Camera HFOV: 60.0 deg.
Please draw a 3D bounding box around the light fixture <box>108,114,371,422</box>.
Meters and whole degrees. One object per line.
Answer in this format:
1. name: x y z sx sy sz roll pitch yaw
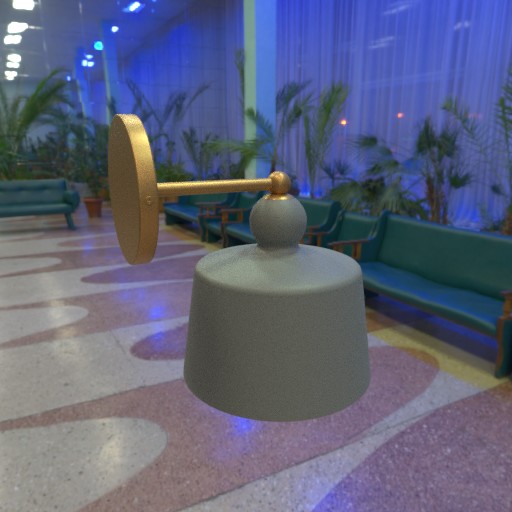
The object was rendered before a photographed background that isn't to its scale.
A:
1. light fixture: 0.000 0.000 0.448 0.254 0.268 0.204 -8 17 -26
